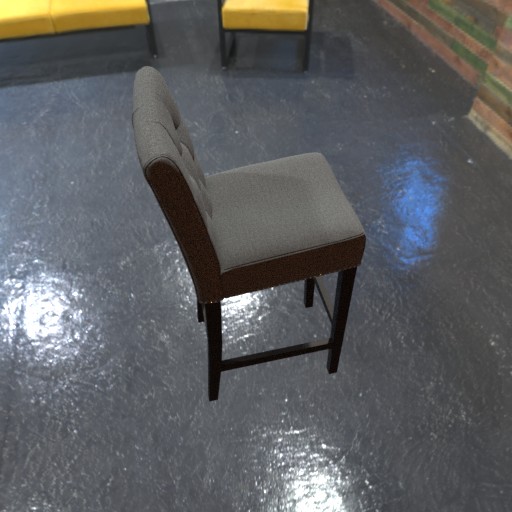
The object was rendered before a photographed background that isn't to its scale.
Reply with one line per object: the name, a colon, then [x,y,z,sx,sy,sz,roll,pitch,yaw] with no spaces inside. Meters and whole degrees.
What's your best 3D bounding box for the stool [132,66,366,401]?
stool: [0.000,0.000,1.354,0.548,1.047,0.411,-9,48,-8]
